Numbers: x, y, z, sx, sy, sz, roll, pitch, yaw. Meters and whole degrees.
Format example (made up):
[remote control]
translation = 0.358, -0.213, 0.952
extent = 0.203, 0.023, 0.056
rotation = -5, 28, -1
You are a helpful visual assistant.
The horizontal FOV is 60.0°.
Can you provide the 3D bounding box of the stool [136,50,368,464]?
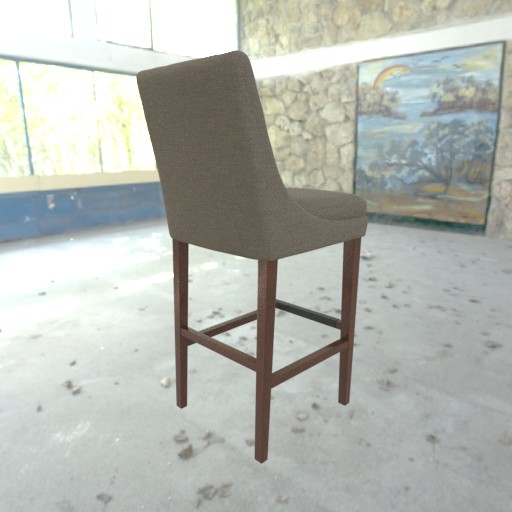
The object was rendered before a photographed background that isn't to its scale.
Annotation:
[stool]
translation = 0.000, 0.000, 1.394
extent = 0.470, 1.078, 0.577
rotation = 13, 19, 43
